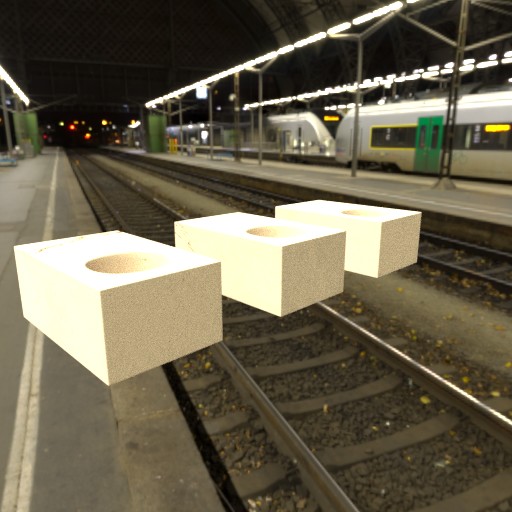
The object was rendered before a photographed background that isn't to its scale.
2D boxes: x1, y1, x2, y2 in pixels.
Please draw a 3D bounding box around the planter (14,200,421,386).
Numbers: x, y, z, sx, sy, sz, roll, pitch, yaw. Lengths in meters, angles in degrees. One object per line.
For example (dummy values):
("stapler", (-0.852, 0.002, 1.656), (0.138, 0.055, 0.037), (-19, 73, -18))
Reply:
("planter", (0.000, 0.000, 0.374), (0.333, 0.051, 0.127), (-14, 20, -43))
